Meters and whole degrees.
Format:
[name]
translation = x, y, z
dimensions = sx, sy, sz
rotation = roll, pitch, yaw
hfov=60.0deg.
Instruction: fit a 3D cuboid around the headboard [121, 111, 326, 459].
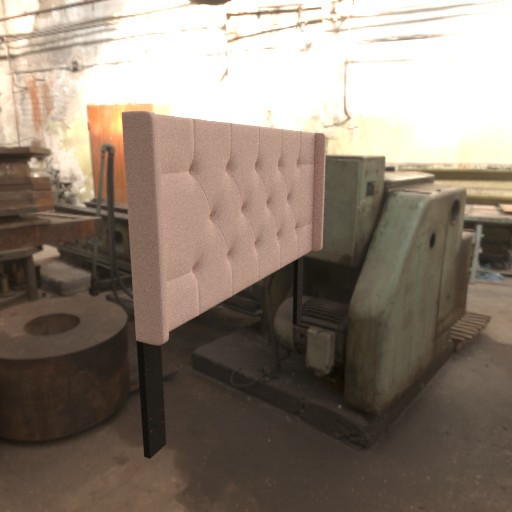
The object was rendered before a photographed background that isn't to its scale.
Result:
[headboard]
translation = 0.000, 0.000, 2.698
dimensions = 0.184, 1.524, 2.051
rotation = 6, 15, 26
